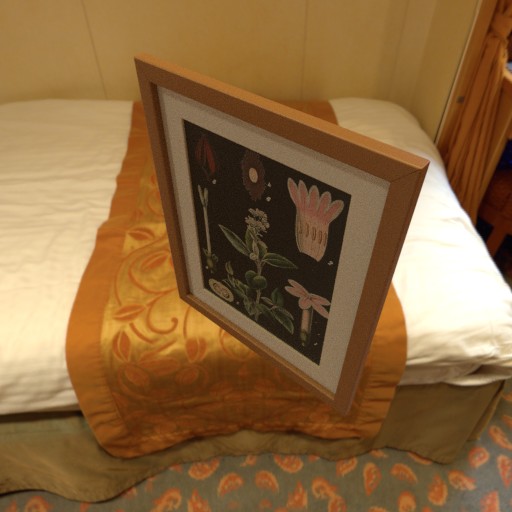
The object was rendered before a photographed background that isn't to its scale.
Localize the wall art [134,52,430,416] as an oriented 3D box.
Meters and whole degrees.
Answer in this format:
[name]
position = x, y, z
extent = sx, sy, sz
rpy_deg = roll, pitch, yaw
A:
[wall art]
position = 0.000, 0.000, 0.512
extent = 0.310, 0.379, 0.015
rpy_deg = 31, 53, 27
